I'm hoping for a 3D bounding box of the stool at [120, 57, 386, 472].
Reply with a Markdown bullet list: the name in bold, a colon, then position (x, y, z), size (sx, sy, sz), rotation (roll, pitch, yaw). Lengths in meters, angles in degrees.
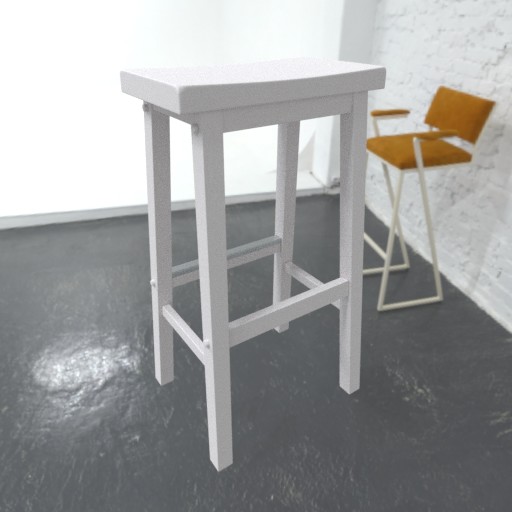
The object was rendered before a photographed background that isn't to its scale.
- **stool**: position (0.000, 0.000, 0.944), size (0.406, 0.742, 0.322), rotation (-18, 34, -29)
